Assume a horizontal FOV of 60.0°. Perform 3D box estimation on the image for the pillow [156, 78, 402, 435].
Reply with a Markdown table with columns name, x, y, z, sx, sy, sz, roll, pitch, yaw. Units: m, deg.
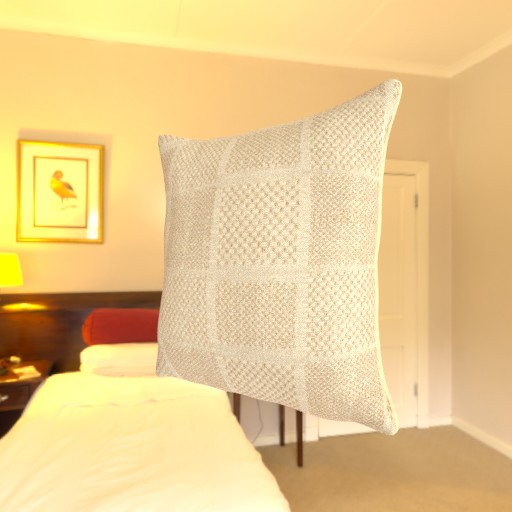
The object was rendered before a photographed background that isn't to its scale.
| name | x | y | z | sx | sy | sz | roll | pitch | yaw |
| --- | --- | --- | --- | --- | --- | --- | --- | --- | --- |
| pillow | 0.000 | 0.000 | 0.666 | 0.436 | 0.432 | 0.138 | 0 | 0 | 37 |
